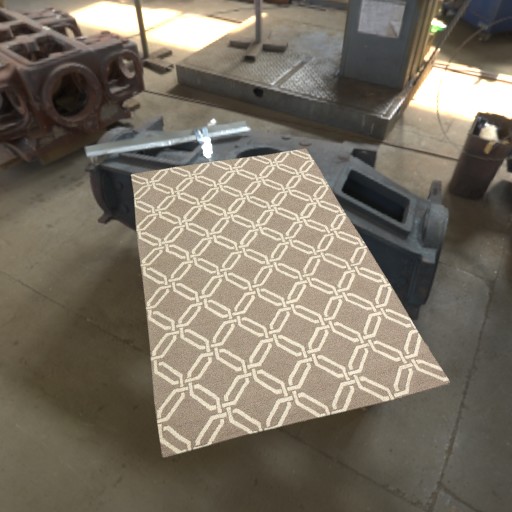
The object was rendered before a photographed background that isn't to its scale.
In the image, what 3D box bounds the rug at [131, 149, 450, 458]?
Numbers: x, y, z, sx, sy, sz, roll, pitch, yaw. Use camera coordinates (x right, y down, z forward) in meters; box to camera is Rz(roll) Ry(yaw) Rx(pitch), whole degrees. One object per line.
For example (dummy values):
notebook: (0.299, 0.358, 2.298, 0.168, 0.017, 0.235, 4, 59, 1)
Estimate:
rug: (0.000, 0.000, 2.229, 1.142, 0.010, 1.748, -11, 47, -10)
